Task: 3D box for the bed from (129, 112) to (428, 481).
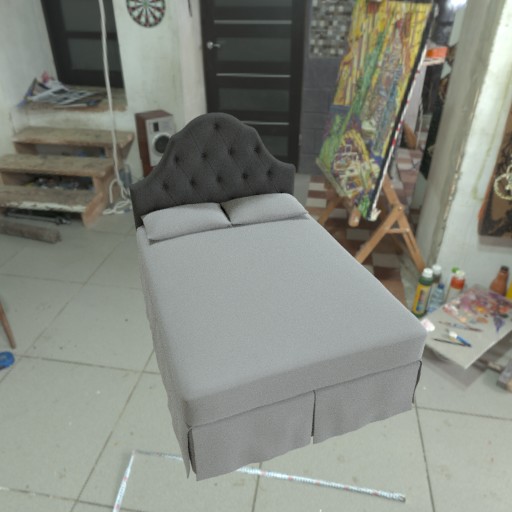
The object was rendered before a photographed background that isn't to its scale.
[{"bbox_3d":[0.000,0.000,3.259,1.636,1.575,2.155,-11,33,-17],"label":"bed"}]
